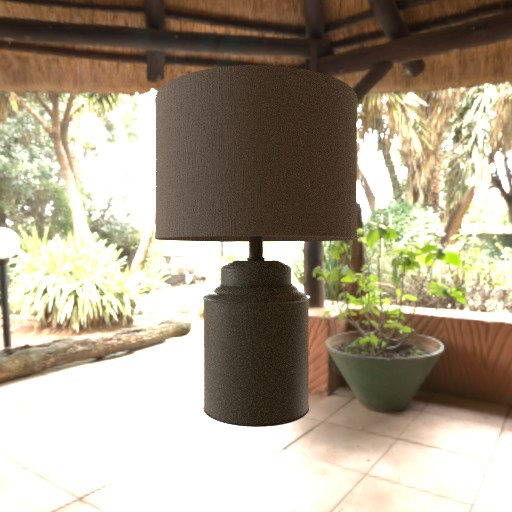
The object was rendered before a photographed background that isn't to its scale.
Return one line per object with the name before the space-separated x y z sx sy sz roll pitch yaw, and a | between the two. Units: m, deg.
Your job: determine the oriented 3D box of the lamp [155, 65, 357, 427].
lamp | 0.000 0.000 0.714 0.318 0.486 0.318 0 0 0
